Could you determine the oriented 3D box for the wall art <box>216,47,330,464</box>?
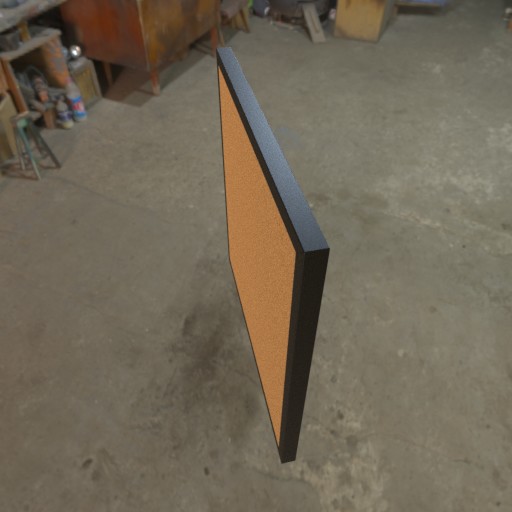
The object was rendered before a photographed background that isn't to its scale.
[{"bbox_3d":[0.000,0.000,1.142,0.038,0.765,0.765,-9,46,-9],"label":"wall art"}]
